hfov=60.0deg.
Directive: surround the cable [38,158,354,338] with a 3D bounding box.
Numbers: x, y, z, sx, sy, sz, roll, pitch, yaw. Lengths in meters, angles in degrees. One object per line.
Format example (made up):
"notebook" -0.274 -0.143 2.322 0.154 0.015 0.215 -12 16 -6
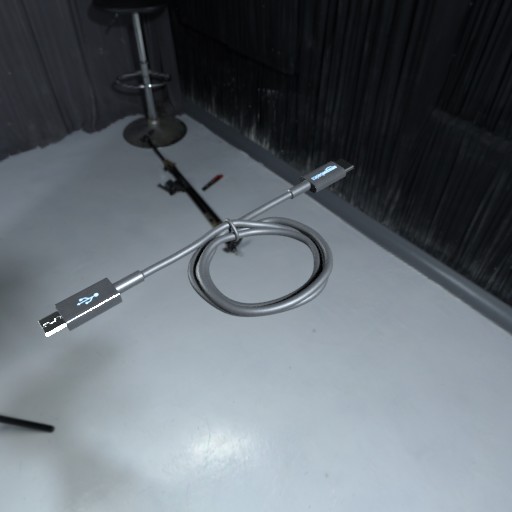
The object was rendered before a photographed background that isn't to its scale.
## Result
"cable" 0.000 0.000 0.215 0.192 0.014 0.070 -31 54 -26
